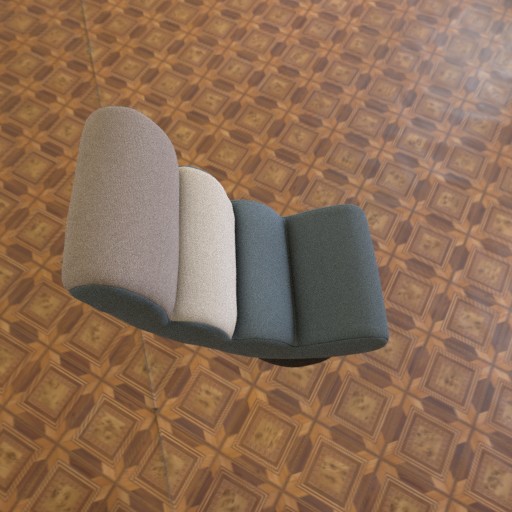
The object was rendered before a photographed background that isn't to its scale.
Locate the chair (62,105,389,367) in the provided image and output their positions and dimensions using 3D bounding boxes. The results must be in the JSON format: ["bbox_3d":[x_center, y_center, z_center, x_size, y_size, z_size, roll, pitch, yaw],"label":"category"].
[{"bbox_3d":[0.000,0.000,1.061,0.661,0.641,0.420,-3,64,-1],"label":"chair"}]
